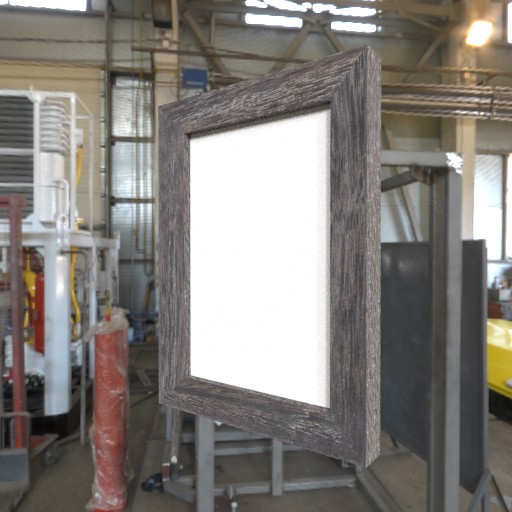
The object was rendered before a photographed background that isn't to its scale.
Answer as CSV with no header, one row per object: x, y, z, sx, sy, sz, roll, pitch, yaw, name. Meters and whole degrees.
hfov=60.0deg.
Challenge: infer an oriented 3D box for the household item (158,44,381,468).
0.000,0.000,0.236,0.133,0.180,0.020,1,1,37,household item
